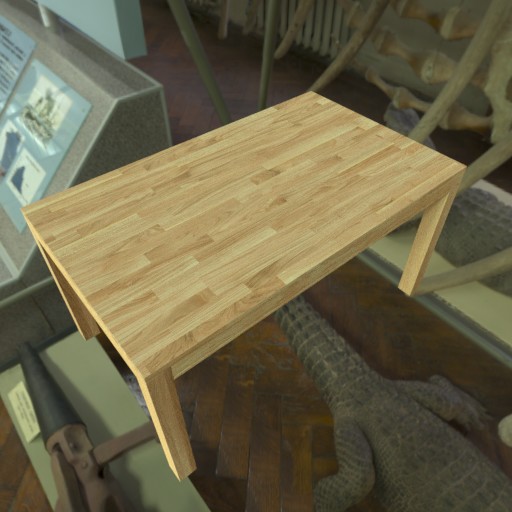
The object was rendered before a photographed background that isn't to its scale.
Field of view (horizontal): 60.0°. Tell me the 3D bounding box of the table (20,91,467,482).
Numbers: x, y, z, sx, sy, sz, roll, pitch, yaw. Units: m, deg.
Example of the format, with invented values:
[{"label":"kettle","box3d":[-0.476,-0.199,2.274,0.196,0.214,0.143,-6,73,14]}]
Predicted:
[{"label":"table","box3d":[0.000,0.000,1.991,1.500,0.770,0.900,-31,53,-27]}]
